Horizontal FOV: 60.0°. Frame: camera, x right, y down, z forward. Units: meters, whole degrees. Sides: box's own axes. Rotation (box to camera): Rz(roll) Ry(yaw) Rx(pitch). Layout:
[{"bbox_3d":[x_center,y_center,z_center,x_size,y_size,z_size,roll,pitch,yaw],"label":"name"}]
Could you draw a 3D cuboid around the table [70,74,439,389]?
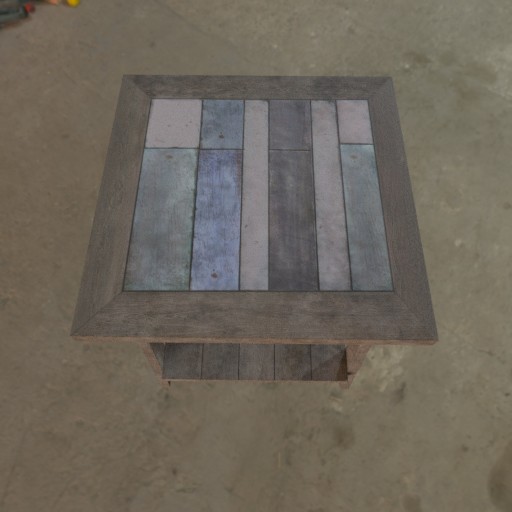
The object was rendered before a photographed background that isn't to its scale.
[{"bbox_3d":[0.000,0.000,1.139,0.610,0.610,0.610,1,63,0],"label":"table"}]
